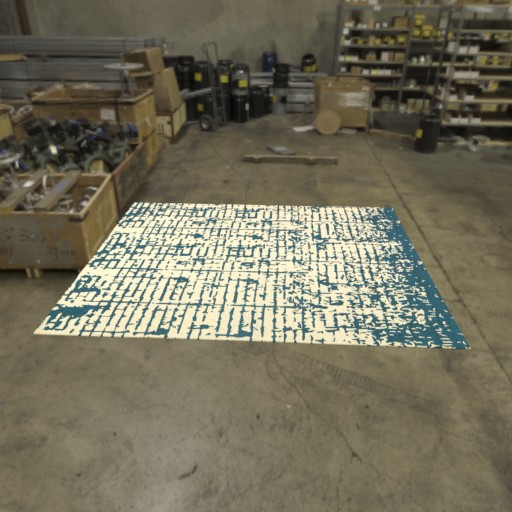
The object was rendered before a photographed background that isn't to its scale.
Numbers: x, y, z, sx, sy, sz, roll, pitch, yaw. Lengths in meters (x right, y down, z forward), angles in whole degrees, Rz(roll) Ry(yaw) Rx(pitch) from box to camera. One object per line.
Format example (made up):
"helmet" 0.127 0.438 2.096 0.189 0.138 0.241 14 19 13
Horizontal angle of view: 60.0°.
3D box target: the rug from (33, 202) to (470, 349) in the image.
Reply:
"rug" 0.000 0.000 4.100 3.017 0.014 2.416 1 29 3
